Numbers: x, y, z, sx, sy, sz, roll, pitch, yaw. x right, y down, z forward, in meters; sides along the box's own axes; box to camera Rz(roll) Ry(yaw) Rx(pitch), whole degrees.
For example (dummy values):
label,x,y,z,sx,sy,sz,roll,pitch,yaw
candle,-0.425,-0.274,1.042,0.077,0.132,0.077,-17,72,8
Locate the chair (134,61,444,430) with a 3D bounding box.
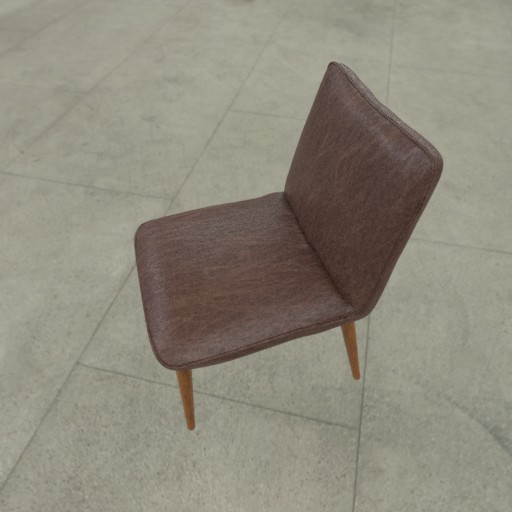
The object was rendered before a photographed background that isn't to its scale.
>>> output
label,x,y,z,sx,sy,sz,roll,pitch,yaw
chair,0.000,0.000,1.187,0.645,0.803,0.543,-16,48,-15
